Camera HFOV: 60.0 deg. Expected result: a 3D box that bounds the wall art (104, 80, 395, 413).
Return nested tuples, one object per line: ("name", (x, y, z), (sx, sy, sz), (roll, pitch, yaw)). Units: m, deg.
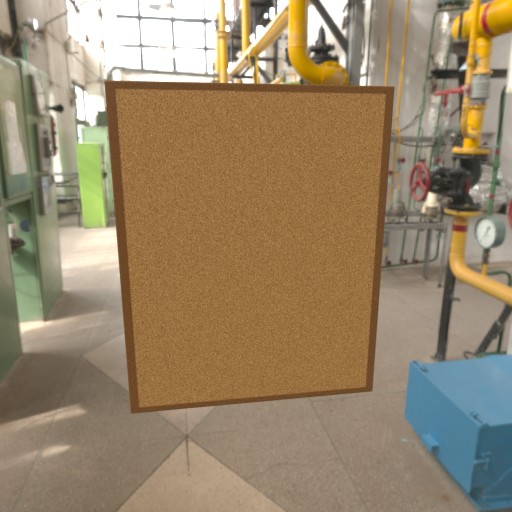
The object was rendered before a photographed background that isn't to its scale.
("wall art", (0.000, 0.000, 0.755), (0.449, 0.550, 0.021), (-2, 15, -9))
